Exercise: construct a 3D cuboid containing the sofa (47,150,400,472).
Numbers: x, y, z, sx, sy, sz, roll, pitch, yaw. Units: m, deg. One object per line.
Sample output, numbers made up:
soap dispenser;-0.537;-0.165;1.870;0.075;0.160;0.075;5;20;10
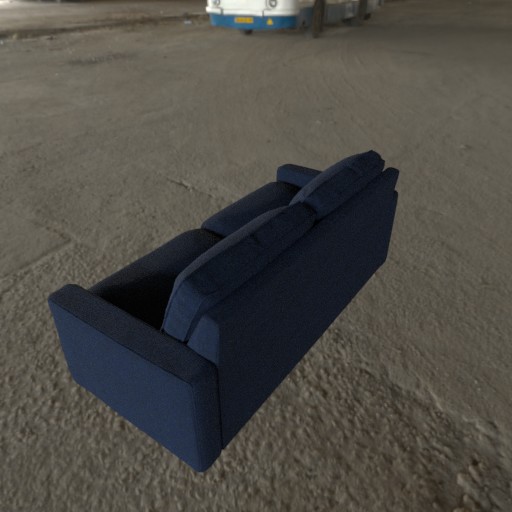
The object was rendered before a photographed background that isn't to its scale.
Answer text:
sofa;0.000;0.000;2.564;0.940;0.919;2.080;21;38;29
